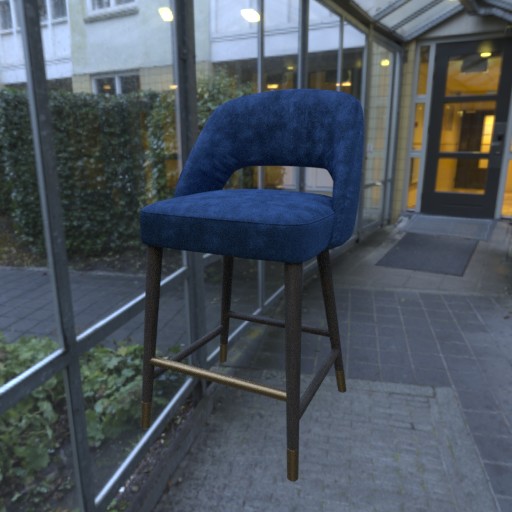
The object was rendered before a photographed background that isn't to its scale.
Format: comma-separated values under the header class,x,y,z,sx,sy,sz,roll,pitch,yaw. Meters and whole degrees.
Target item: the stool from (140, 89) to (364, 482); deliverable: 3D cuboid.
class,x,y,z,sx,sy,sz,roll,pitch,yaw
stool,0.000,0.000,1.242,0.536,0.925,0.524,7,16,25
